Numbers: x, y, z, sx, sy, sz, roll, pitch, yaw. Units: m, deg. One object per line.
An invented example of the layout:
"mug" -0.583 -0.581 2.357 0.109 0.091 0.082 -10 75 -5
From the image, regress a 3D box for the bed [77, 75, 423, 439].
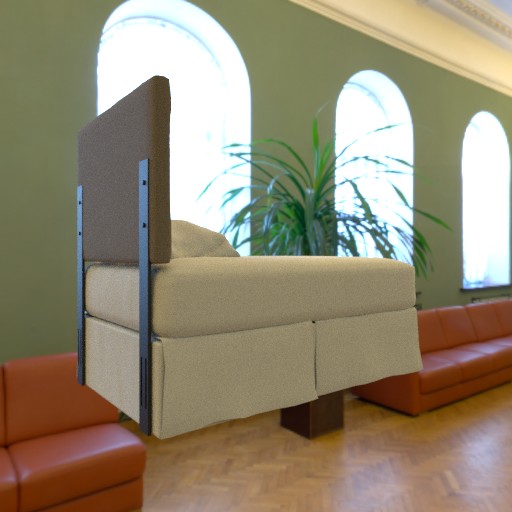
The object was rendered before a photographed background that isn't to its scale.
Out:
"bed" 0.000 0.000 2.934 1.997 1.571 1.261 0 0 -38
